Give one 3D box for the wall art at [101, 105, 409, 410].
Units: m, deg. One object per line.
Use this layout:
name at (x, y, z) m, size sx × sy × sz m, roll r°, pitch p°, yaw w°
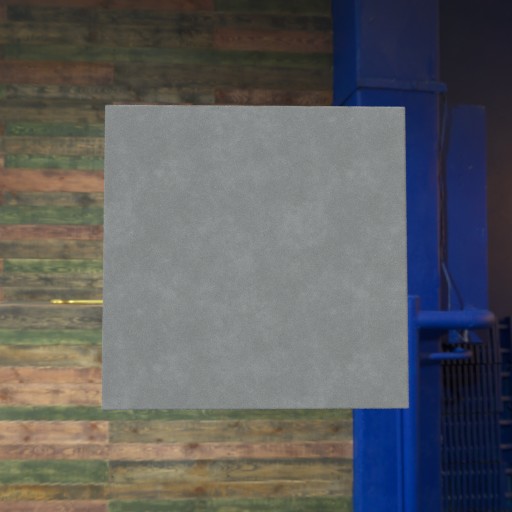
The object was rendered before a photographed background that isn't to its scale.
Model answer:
wall art at (0.000, 0.000, 0.449) m, size 0.303 × 0.303 × 0.015 m, roll 0°, pitch -2°, yaw -1°
